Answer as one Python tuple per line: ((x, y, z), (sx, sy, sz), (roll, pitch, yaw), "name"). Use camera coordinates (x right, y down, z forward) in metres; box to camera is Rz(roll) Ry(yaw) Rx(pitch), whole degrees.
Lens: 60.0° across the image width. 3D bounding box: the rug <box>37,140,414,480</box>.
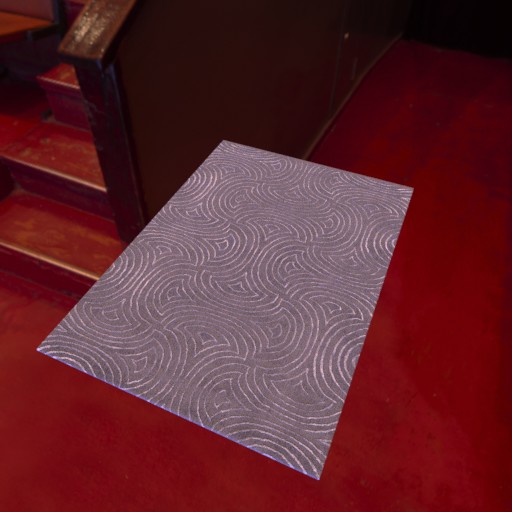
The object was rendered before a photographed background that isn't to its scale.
((0.000, 0.000, 2.755), (1.543, 0.015, 2.144), (18, 50, 16), "rug")
